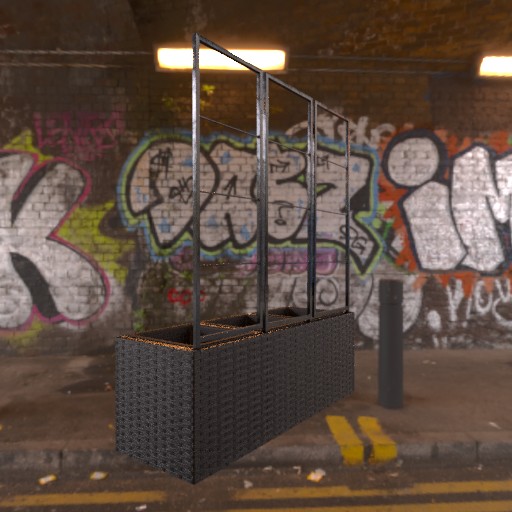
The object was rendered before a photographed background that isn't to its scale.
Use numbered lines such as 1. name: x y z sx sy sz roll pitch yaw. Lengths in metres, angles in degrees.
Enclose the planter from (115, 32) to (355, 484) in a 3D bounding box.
1. planter: 0.000 0.000 1.162 0.244 0.841 0.698 0 0 37
